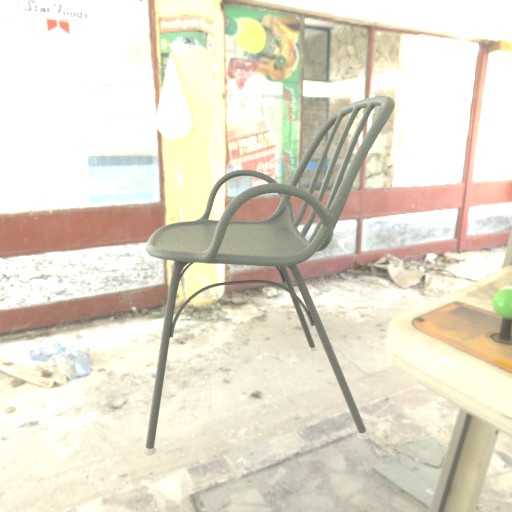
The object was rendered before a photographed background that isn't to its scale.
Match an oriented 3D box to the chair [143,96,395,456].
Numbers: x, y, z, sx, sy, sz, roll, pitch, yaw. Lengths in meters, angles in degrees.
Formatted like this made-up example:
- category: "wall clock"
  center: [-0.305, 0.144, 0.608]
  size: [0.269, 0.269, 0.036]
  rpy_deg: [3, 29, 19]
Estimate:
- category: "chair"
  center: [0.000, 0.000, 1.201]
  size: [0.597, 0.816, 0.549]
  rpy_deg: [-2, 14, -8]
